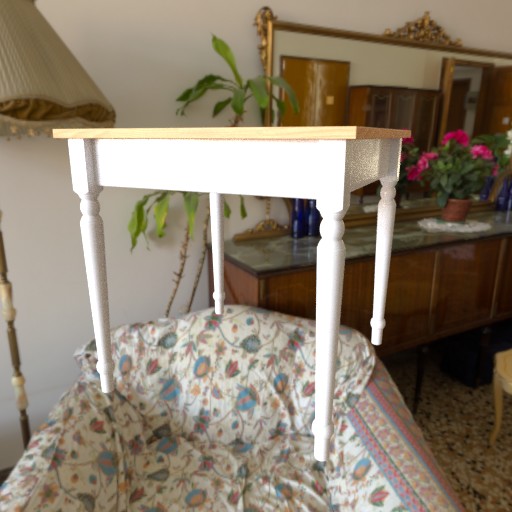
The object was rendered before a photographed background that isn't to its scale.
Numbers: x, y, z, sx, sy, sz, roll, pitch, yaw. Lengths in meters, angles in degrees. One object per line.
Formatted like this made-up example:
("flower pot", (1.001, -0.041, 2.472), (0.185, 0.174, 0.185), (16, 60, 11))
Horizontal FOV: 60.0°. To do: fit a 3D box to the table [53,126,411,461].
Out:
("table", (0.000, 0.000, 1.349), (0.747, 0.738, 0.747), (7, 17, 25))
